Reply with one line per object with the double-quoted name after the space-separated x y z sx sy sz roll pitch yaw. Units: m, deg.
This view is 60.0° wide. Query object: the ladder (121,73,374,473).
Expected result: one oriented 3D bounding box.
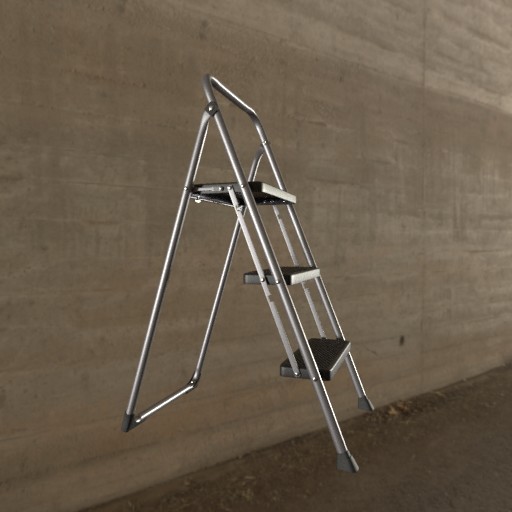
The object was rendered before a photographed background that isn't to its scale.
0.000 0.000 1.271 0.629 0.945 0.430 0 1 20 "ladder"
